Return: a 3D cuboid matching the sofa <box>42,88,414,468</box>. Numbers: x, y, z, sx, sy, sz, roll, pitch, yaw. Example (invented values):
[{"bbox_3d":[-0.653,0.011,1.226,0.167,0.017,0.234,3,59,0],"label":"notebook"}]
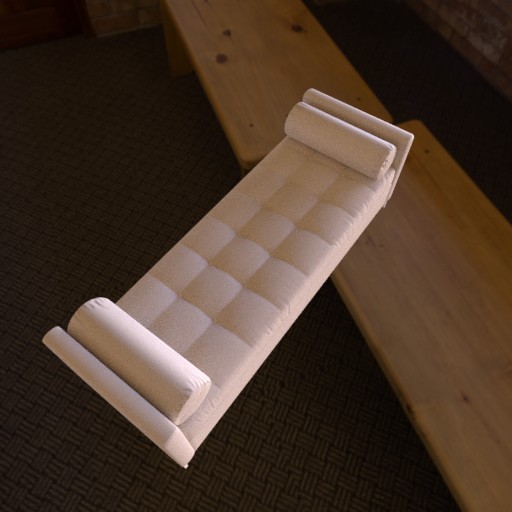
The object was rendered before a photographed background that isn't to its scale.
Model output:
[{"bbox_3d":[0.000,0.000,2.340,0.686,0.635,1.981,32,63,19],"label":"sofa"}]
